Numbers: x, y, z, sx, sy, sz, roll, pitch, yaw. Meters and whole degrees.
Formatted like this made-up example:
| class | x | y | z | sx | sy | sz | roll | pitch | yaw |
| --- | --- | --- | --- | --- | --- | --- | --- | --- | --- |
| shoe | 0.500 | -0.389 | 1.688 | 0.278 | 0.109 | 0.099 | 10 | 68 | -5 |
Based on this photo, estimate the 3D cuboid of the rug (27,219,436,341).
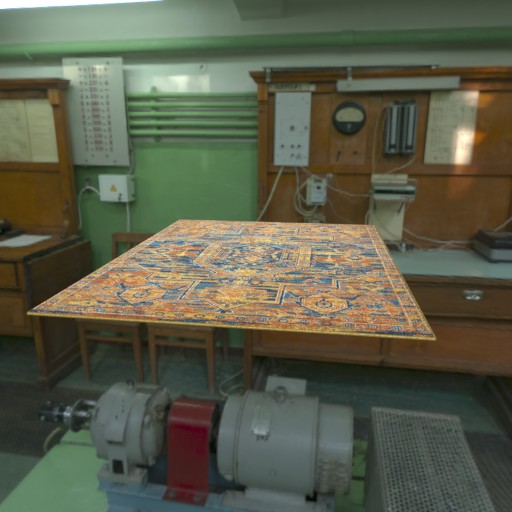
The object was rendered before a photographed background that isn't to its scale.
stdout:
| class | x | y | z | sx | sy | sz | roll | pitch | yaw |
| --- | --- | --- | --- | --- | --- | --- | --- | --- | --- |
| rug | 0.000 | 0.000 | 4.022 | 2.435 | 0.031 | 3.040 | 2 | 16 | 8 |
